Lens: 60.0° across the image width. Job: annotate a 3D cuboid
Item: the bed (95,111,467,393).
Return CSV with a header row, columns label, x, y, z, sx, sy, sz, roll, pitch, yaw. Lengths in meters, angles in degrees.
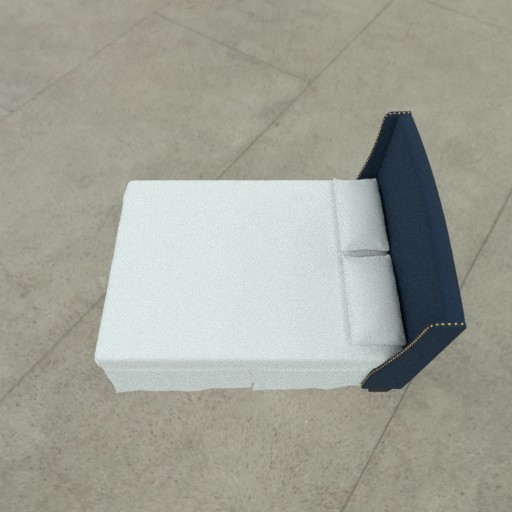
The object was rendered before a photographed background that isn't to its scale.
label,x,y,z,sx,sy,sz,roll,pitch,yaw
bed,0.000,0.000,3.188,2.223,1.402,1.604,0,59,0
